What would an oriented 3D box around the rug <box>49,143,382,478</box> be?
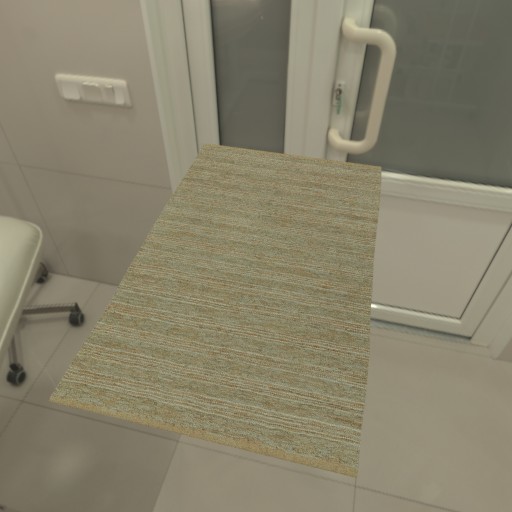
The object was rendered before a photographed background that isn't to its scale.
[{"bbox_3d":[0.000,0.000,2.909,1.540,0.012,2.448,10,47,9],"label":"rug"}]
